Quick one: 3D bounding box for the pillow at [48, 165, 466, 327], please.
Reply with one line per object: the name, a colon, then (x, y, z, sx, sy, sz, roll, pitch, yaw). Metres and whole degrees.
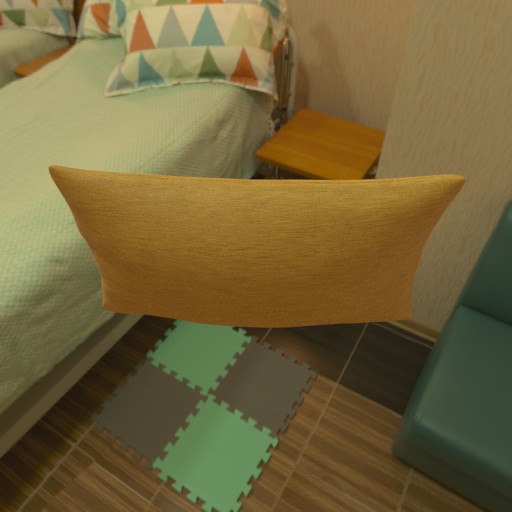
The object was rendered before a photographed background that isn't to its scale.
pillow: (0.000, 0.000, 0.782, 0.634, 0.354, 0.210, 1, 46, 1)
